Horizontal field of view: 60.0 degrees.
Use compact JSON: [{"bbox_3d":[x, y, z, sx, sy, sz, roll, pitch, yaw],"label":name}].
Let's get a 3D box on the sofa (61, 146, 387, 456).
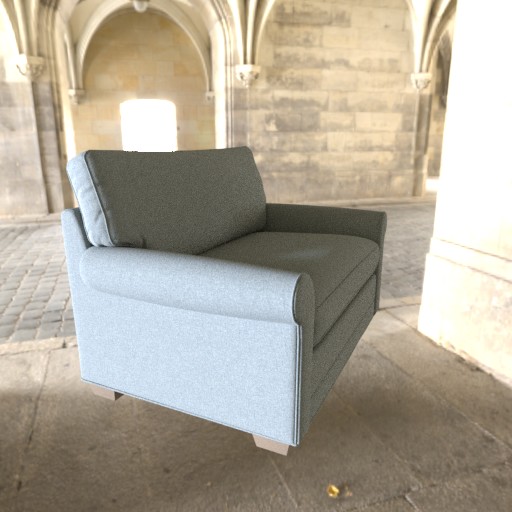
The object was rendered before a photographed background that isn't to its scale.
[{"bbox_3d":[0.000,0.000,2.006,0.940,0.953,1.410,7,16,25],"label":"sofa"}]
